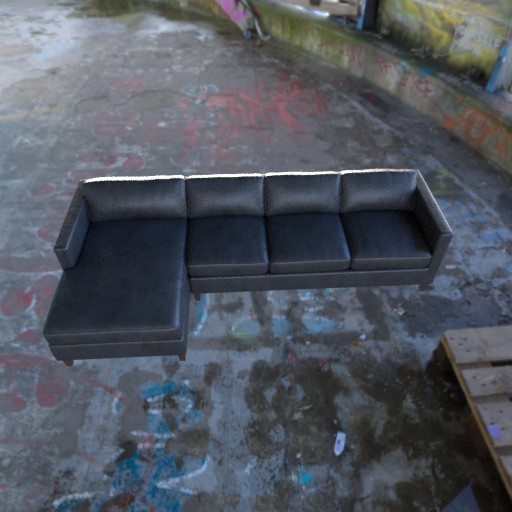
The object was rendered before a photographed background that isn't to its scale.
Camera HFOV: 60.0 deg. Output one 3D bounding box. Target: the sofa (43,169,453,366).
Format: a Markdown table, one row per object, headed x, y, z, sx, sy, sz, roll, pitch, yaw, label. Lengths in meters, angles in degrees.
| x | y | z | sx | sy | sz | roll | pitch | yaw | label |
| --- | --- | --- | --- | --- | --- | --- | --- | --- | --- |
| 0.000 | 0.000 | 3.828 | 3.203 | 0.883 | 1.581 | -2 | 45 | -2 | sofa |
